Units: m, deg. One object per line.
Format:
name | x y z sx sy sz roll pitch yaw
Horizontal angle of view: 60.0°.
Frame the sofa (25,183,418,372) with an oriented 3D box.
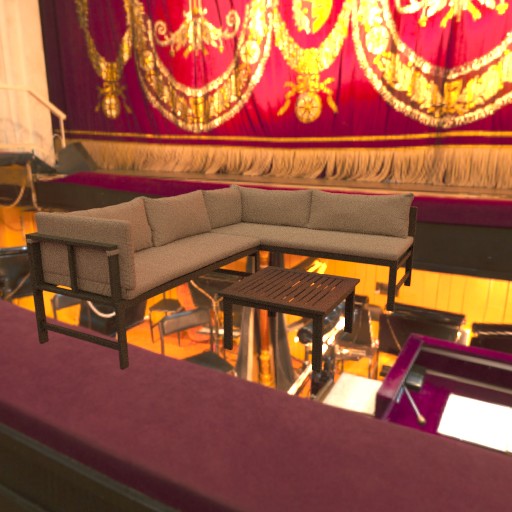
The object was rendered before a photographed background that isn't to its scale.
sofa | 0.000 0.000 2.912 1.658 0.758 2.096 8 16 28
